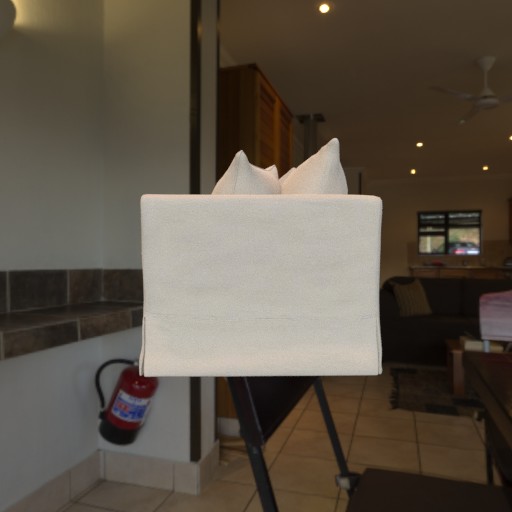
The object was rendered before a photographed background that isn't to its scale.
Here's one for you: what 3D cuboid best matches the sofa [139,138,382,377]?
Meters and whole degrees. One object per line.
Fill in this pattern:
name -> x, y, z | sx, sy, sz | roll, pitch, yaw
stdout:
sofa -> 0.000, 0.000, 3.026 | 1.046, 1.047, 2.499 | 0, -1, -1
